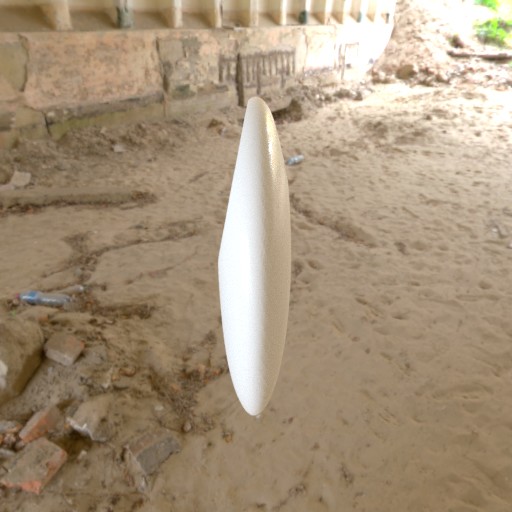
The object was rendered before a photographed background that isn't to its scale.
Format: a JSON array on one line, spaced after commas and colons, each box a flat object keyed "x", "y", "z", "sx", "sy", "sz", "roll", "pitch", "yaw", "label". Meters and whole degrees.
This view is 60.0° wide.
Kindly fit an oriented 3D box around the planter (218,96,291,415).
[{"x": 0.000, "y": 0.000, "z": 0.278, "sx": 0.043, "sy": 0.188, "sz": 0.185, "roll": 1, "pitch": 28, "yaw": 1, "label": "planter"}]
